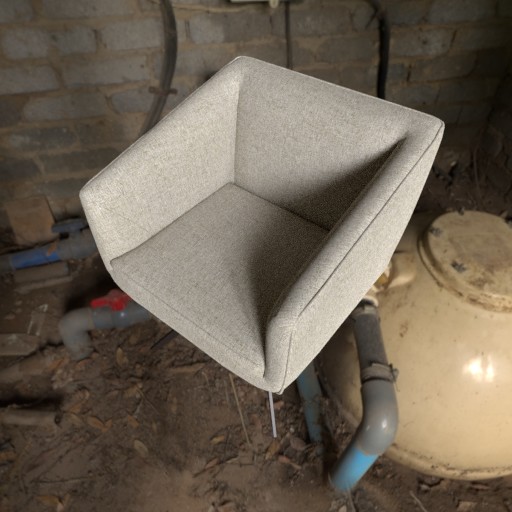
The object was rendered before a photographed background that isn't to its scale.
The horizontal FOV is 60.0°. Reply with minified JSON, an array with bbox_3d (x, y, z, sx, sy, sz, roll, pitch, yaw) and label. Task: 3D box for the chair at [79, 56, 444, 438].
[{"bbox_3d":[0.000,0.000,1.227,0.628,0.760,0.623,30,53,26],"label":"chair"}]
